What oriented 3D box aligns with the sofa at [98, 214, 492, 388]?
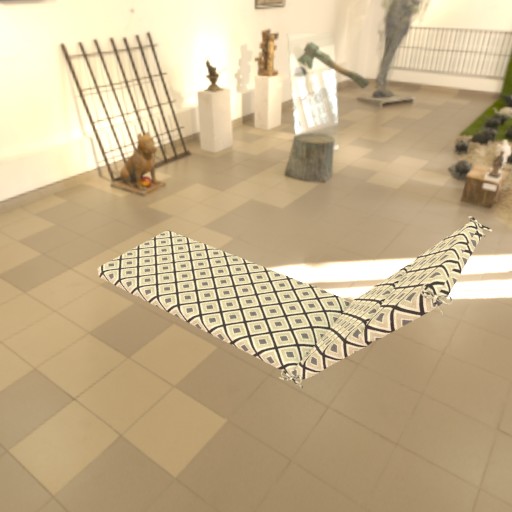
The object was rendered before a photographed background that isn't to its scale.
[{"bbox_3d":[0.000,0.000,1.925,1.663,0.622,0.582,20,37,29],"label":"sofa"}]
